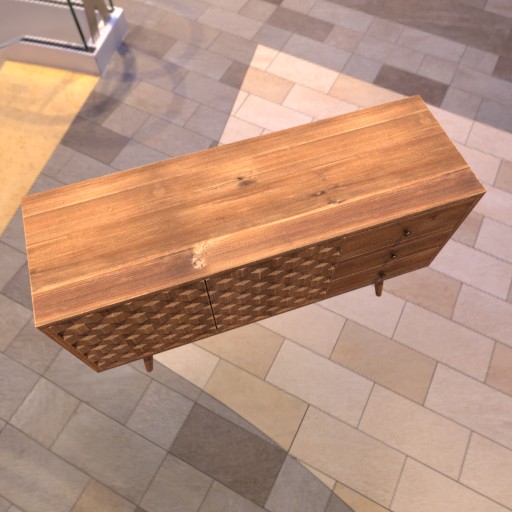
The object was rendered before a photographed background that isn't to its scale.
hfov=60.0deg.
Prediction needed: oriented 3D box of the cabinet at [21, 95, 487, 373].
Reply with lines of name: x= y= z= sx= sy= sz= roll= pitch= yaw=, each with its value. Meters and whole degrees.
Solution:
cabinet: x=0.000 y=0.000 z=1.744 sx=1.400 sy=0.800 sz=0.472 roll=-17 pitch=64 yaw=-9
